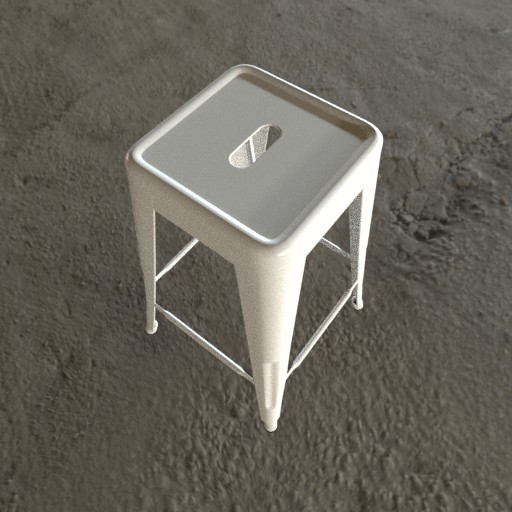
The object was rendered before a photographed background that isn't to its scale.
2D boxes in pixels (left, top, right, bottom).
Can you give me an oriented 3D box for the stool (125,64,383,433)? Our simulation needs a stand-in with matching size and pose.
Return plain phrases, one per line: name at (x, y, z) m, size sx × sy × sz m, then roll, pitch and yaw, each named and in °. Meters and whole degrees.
stool at (0.000, 0.000, 0.879) m, size 0.406 × 0.610 × 0.406 m, roll 34°, pitch 64°, yaw 19°
